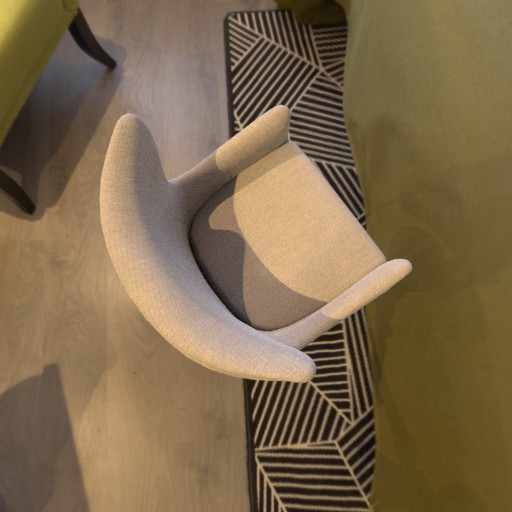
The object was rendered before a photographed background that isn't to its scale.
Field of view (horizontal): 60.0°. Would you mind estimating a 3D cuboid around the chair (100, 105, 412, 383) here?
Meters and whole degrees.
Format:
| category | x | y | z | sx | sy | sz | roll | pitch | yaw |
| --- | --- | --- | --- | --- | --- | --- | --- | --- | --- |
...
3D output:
| category | x | y | z | sx | sy | sz | roll | pitch | yaw |
| --- | --- | --- | --- | --- | --- | --- | --- | --- | --- |
| chair | 0.000 | 0.000 | 1.431 | 0.677 | 0.948 | 0.732 | -34 | 79 | -7 |
